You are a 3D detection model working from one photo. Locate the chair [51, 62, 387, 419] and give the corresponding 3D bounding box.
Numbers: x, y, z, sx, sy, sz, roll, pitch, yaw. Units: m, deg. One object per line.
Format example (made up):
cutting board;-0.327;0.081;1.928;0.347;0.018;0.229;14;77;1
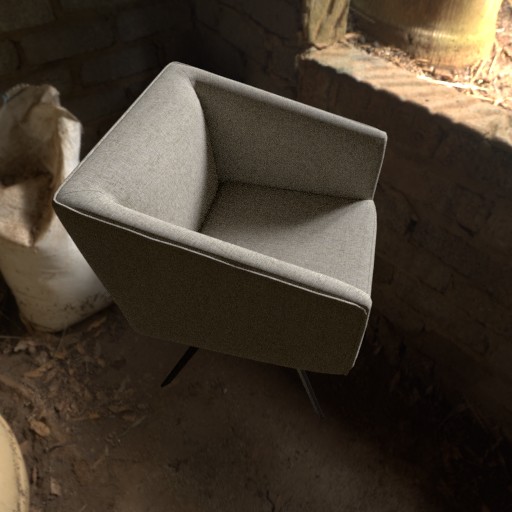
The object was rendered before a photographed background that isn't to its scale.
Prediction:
chair;0.000;0.000;1.218;0.623;0.760;0.628;10;48;10
